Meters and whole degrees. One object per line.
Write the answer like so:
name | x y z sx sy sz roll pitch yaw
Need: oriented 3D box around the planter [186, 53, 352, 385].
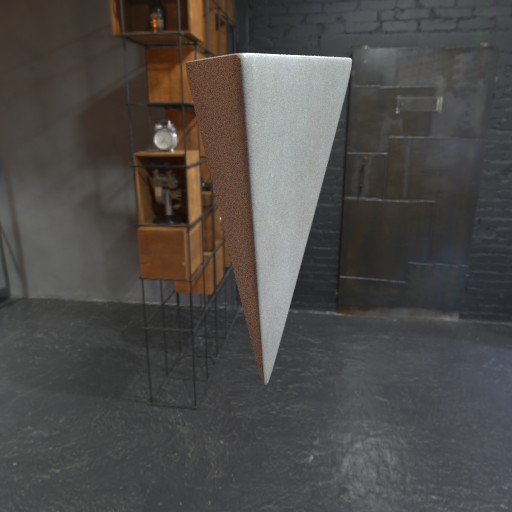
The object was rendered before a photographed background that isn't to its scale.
planter | 0.000 0.000 0.153 0.058 0.130 0.047 3 17 9
